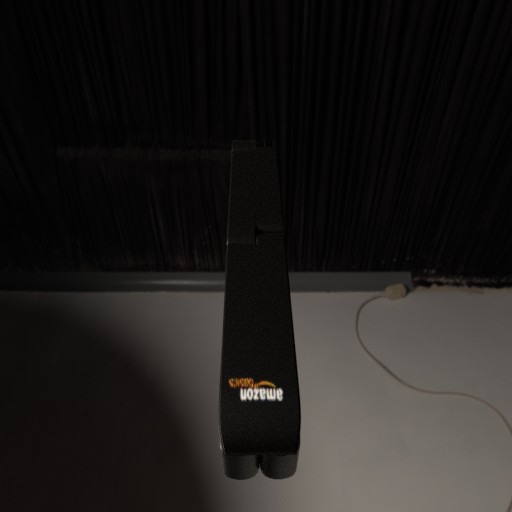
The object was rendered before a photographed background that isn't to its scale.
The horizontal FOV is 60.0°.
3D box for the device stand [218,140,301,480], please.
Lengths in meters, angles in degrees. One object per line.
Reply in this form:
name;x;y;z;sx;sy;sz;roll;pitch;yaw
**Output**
device stand;0.000;0.000;0.196;0.026;0.030;0.179;0;43;-1
